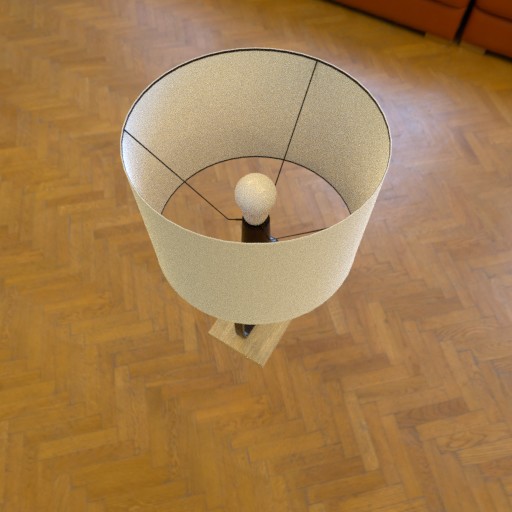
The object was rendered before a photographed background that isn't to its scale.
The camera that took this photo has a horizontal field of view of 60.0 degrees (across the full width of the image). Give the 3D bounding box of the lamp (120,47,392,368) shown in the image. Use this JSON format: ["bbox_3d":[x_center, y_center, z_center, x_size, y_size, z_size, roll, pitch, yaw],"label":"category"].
[{"bbox_3d":[0.000,0.000,0.677,0.279,0.508,0.279,28,63,16],"label":"lamp"}]
